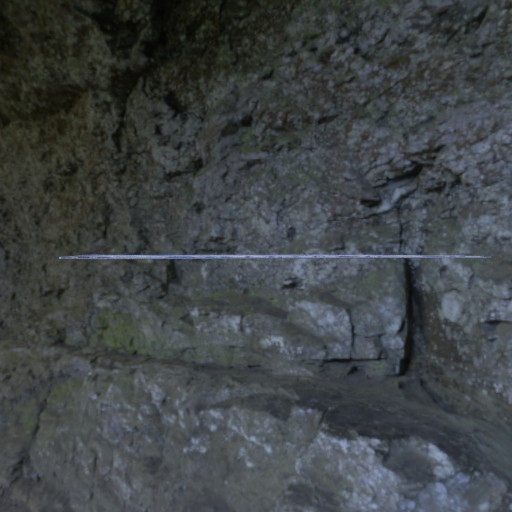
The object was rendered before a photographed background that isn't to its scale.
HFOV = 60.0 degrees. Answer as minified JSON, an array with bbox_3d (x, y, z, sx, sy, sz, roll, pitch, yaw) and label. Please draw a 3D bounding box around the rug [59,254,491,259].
[{"bbox_3d":[0.000,0.000,4.239,3.228,0.024,2.443,0,0,-18],"label":"rug"}]
